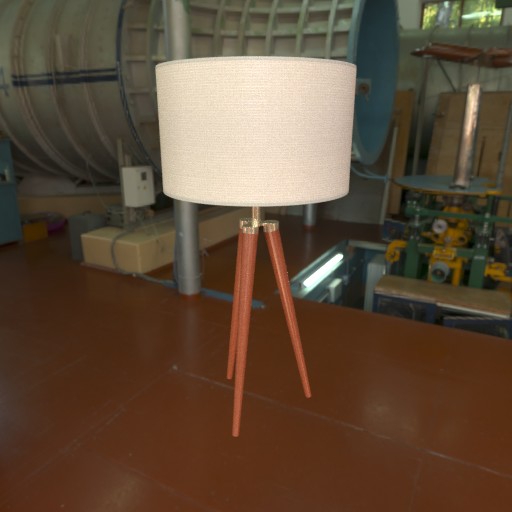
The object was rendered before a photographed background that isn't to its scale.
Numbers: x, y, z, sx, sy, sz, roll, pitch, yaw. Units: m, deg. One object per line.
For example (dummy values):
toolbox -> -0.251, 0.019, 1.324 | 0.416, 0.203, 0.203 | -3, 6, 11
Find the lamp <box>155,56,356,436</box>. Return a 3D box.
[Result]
lamp -> 0.000, 0.000, 0.907 | 0.355, 0.709, 0.354 | -9, 20, -26
